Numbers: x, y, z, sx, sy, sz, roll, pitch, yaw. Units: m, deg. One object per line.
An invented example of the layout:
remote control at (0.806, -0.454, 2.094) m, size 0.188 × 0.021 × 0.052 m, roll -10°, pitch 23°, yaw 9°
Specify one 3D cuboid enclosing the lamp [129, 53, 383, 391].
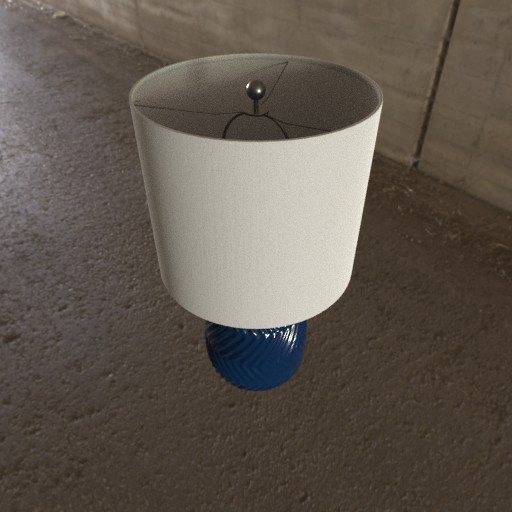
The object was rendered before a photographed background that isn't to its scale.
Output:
lamp at (0.000, 0.000, 0.475) m, size 0.203 × 0.368 × 0.203 m, roll 12°, pitch 41°, yaw 14°
